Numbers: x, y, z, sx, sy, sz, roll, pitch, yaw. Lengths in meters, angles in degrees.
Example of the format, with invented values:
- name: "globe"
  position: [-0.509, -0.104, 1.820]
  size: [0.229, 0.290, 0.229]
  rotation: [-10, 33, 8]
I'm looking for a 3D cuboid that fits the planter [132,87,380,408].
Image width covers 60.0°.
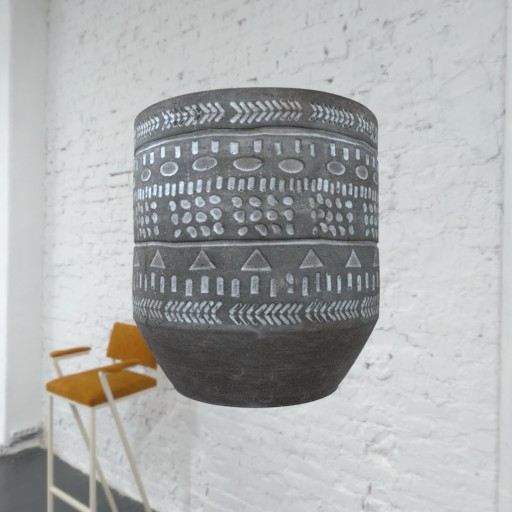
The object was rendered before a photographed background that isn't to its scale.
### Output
- name: "planter"
  position: [0.000, 0.000, 0.264]
  size: [0.142, 0.149, 0.142]
  rotation: [0, -1, 0]
